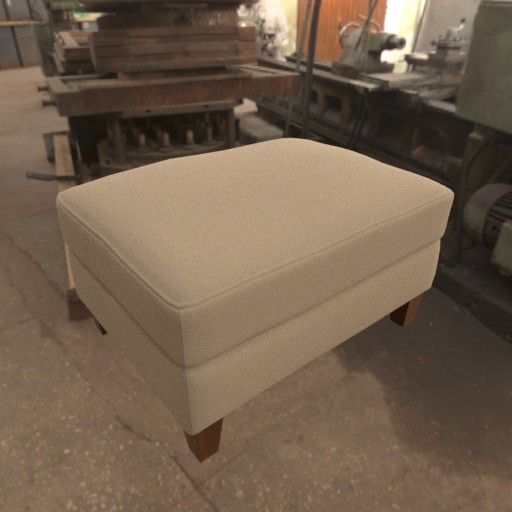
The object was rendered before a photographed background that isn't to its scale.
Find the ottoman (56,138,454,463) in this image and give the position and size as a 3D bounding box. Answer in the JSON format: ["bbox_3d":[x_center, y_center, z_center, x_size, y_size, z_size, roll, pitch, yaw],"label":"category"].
[{"bbox_3d":[0.000,0.000,1.191,0.818,0.485,0.634,-22,37,-33],"label":"ottoman"}]
